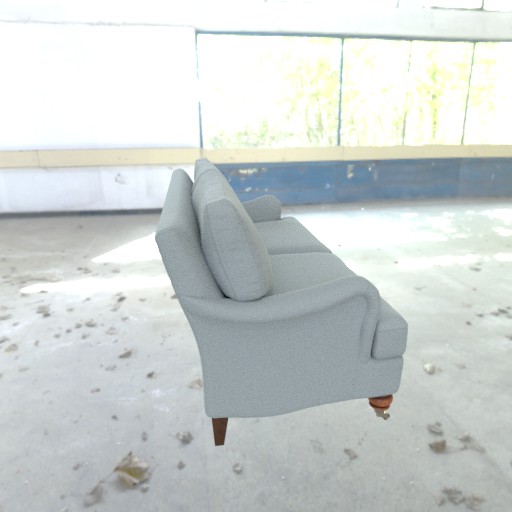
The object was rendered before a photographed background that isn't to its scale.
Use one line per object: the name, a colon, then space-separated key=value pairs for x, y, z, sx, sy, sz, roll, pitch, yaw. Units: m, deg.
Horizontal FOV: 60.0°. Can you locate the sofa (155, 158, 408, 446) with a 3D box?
sofa: x=0.000 y=0.000 z=2.821 sx=1.069 sy=1.096 sz=2.193 roll=-2 pitch=17 yaw=-8
